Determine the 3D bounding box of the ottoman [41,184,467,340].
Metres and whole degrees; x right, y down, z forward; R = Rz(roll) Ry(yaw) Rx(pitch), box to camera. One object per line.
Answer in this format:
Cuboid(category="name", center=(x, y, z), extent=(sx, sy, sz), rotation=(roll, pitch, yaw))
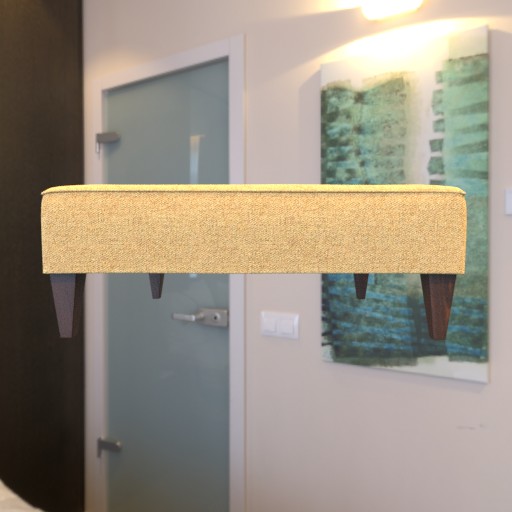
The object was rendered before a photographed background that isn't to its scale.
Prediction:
Cuboid(category="ottoman", center=(0.000, 0.000, 1.480), extent=(0.981, 0.378, 0.970), rotation=(0, 1, 1))
